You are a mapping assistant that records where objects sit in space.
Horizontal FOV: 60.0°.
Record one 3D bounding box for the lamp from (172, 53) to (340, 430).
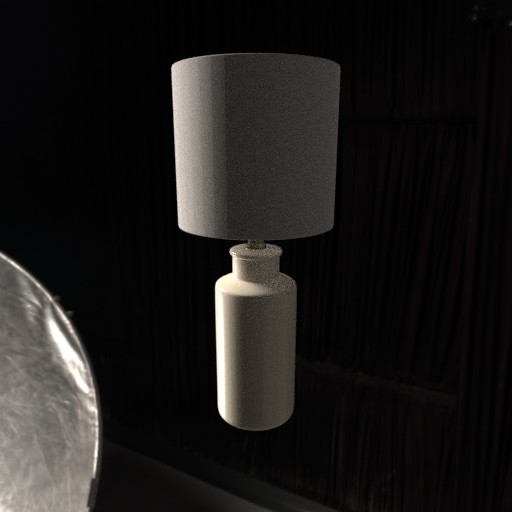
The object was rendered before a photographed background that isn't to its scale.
[{"bbox_3d":[0.000,0.000,0.627,0.212,0.493,0.212,7,16,26],"label":"lamp"}]
